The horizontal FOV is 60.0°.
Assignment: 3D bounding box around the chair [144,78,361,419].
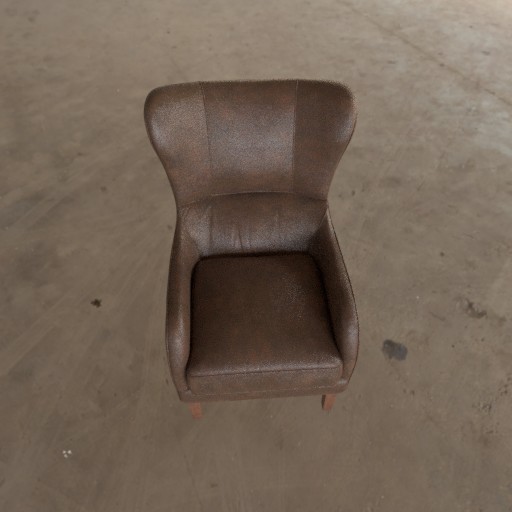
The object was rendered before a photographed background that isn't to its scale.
[{"bbox_3d":[0.000,0.000,1.649,0.692,1.048,0.914,-3,47,-3],"label":"chair"}]
